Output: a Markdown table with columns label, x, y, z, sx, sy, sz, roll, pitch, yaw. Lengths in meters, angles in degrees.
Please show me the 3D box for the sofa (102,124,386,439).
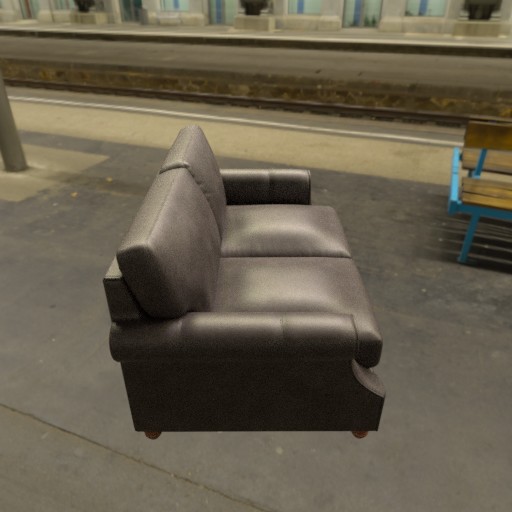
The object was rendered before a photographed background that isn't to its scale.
| label | x | y | z | sx | sy | sz | roll | pitch | yaw |
| --- | --- | --- | --- | --- | --- | --- | --- | --- | --- |
| sofa | 0.000 | 0.000 | 2.279 | 1.030 | 0.979 | 1.663 | 0 | 31 | 0 |
